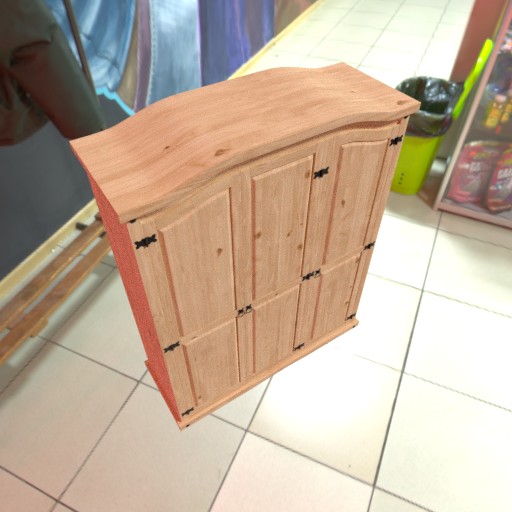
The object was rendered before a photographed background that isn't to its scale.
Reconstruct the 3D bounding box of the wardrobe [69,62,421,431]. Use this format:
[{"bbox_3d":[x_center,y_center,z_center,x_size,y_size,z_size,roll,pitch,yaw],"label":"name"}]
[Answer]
[{"bbox_3d":[0.000,0.000,2.593,1.500,1.870,0.570,-25,51,-22],"label":"wardrobe"}]
